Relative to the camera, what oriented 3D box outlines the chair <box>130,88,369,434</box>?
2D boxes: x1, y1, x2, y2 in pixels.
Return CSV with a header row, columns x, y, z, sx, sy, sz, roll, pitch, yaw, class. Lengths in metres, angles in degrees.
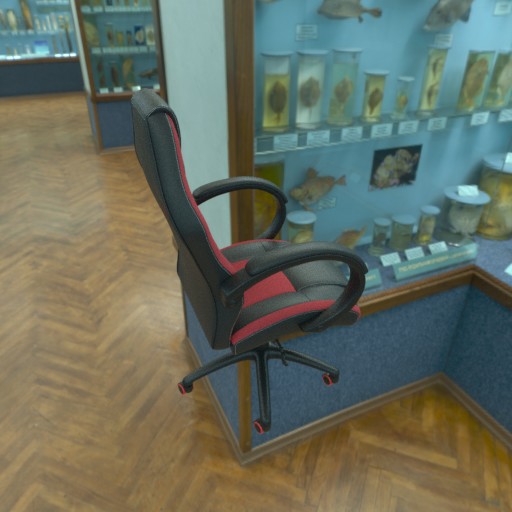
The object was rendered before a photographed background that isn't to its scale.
x,y,z,sx,sy,sz,roll,pitch,yaw,class
0.000,0.000,1.634,0.724,1.187,0.673,-12,33,-19,chair
